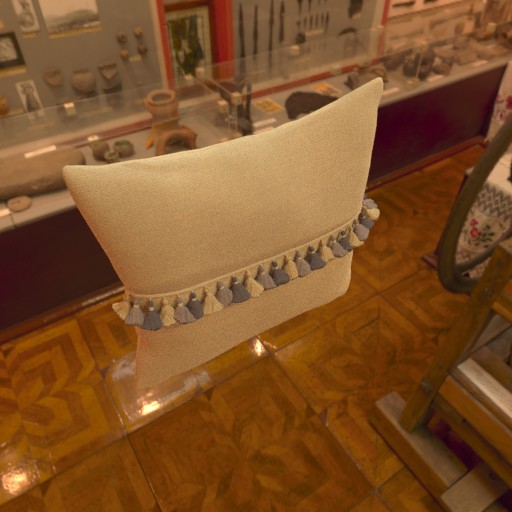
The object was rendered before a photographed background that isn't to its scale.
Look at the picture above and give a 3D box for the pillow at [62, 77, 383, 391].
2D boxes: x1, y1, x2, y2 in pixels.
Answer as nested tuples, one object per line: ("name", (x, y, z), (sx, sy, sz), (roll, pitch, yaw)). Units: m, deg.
("pillow", (0.000, 0.000, 0.724), (0.489, 0.481, 0.165), (-23, 49, -21))
